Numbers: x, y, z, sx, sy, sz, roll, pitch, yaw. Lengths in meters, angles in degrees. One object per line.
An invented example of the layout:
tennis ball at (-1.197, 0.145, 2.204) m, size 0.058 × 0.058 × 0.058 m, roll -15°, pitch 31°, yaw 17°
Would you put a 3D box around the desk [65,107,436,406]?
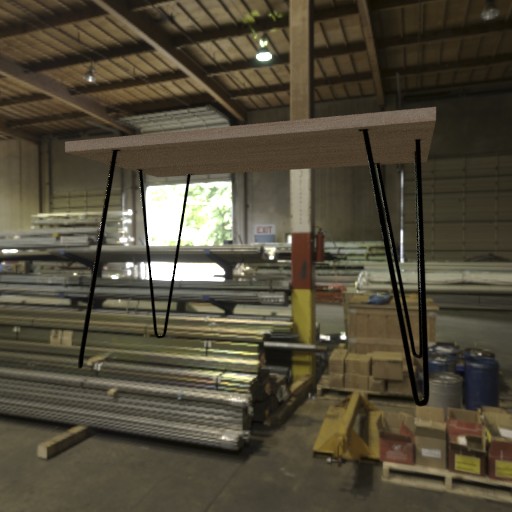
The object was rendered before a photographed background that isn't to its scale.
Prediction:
desk at (0.000, 0.000, 1.358) m, size 0.991 × 0.660 × 0.499 m, roll 0°, pitch 1°, yaw 19°
